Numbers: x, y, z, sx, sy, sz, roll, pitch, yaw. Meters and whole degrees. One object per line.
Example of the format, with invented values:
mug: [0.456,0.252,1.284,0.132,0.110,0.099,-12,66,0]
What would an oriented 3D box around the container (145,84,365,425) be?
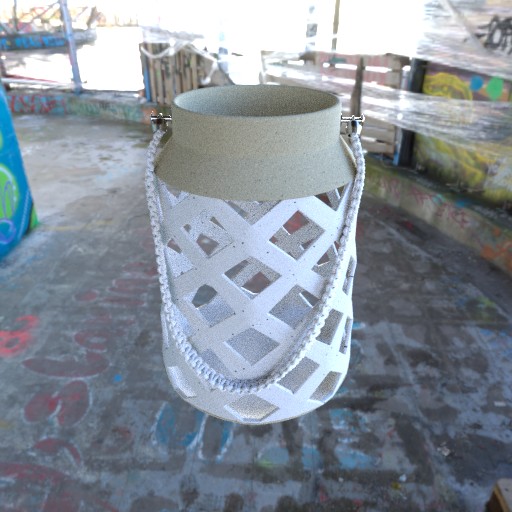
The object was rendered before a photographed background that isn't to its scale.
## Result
container: [0.000,0.000,0.390,0.188,0.264,0.198,1,30,2]
